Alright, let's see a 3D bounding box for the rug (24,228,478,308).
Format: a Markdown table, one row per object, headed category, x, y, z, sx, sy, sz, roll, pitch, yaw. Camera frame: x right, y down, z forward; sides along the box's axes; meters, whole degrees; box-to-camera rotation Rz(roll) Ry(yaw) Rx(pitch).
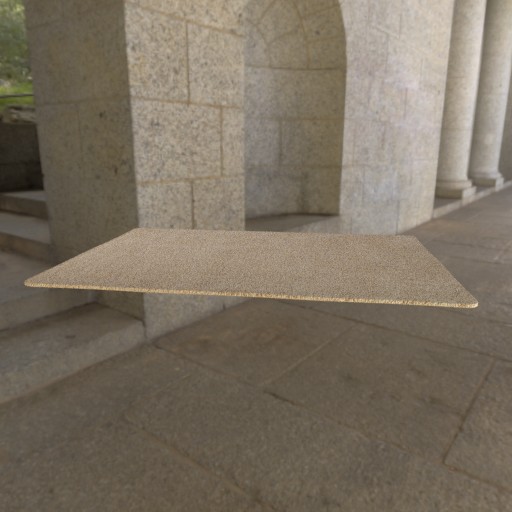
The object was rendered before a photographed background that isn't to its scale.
| category | x | y | z | sx | sy | sz | roll | pitch | yaw |
| --- | --- | --- | --- | --- | --- | --- | --- | --- | --- |
| rug | 0.000 | 0.000 | 3.420 | 2.700 | 0.024 | 1.801 | 2 | 15 | 8 |
